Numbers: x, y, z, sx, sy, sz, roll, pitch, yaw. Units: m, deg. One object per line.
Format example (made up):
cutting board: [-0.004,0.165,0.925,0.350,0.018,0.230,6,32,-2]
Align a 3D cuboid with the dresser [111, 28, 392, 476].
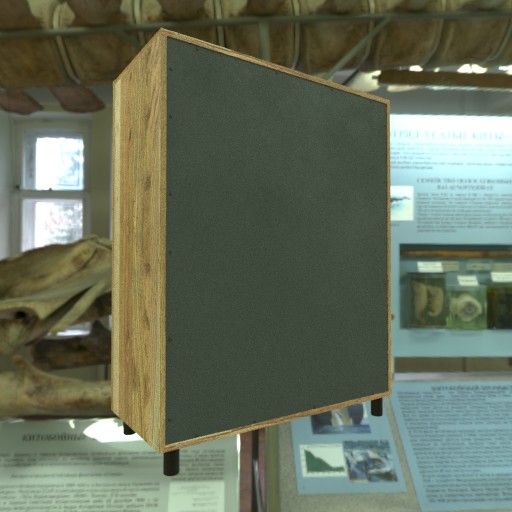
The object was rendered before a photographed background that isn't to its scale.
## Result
dresser: [0.000,0.000,1.681,0.966,1.243,0.480,1,-1,-34]
